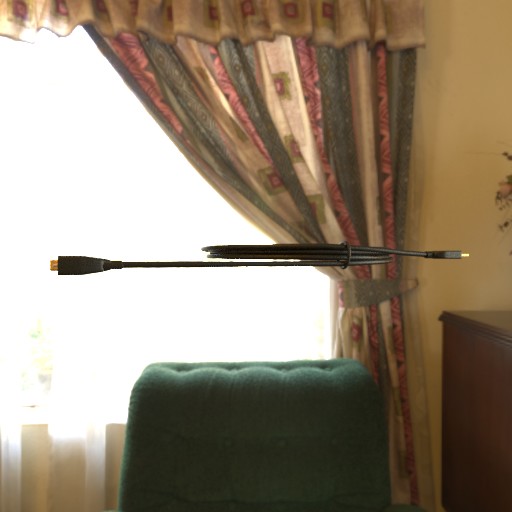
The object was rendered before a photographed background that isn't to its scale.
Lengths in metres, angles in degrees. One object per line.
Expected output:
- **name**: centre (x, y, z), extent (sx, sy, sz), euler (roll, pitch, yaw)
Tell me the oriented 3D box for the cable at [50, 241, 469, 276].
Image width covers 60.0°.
- **cable**: centre (0.000, 0.000, 0.527), extent (0.422, 0.030, 0.257), euler (0, 0, -19)
